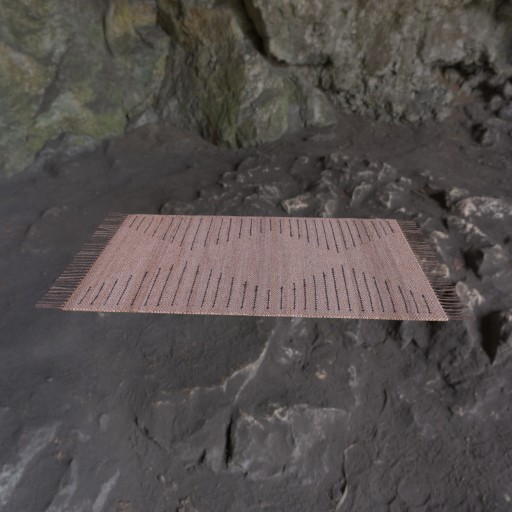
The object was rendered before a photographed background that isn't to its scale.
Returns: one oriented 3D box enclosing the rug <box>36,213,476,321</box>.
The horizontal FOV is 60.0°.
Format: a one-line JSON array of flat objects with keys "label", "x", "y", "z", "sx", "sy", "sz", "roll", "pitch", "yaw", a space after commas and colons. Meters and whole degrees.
[{"label": "rug", "x": 0.000, "y": 0.000, "z": 2.088, "sx": 1.718, "sy": 0.017, "sz": 0.905, "roll": 1, "pitch": 30, "yaw": 2}]
